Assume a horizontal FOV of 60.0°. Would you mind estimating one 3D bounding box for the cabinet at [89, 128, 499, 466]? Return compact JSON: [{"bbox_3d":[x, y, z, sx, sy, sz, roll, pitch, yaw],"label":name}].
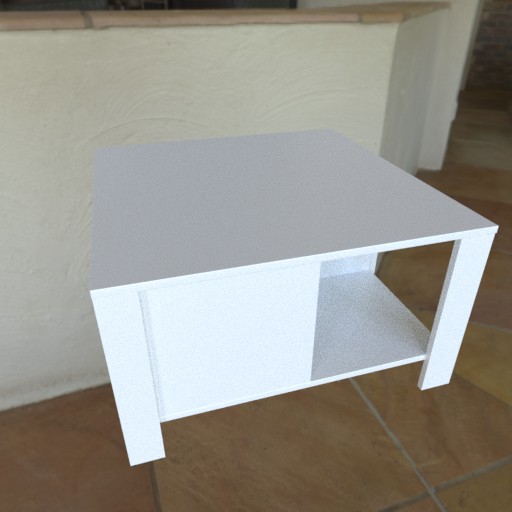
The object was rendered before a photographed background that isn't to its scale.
[{"bbox_3d":[0.000,0.000,1.256,0.800,0.460,0.800,-9,32,-14],"label":"cabinet"}]
